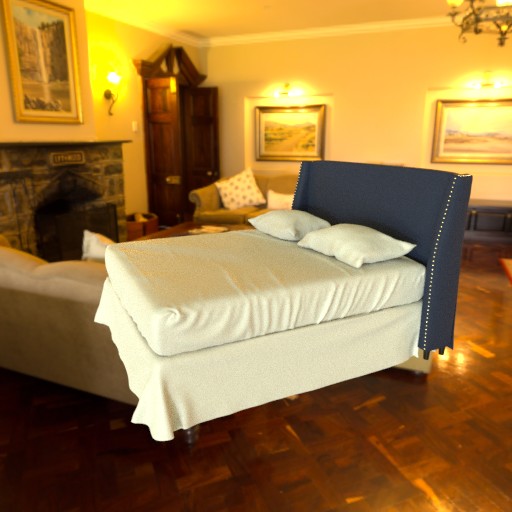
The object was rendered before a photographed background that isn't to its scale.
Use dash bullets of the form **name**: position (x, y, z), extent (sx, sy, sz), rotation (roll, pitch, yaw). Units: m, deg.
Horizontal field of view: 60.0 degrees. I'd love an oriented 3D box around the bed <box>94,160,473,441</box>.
- **bed**: position (0.000, 0.000, 3.405), extent (2.276, 1.332, 1.925), rotation (-7, 17, -26)
